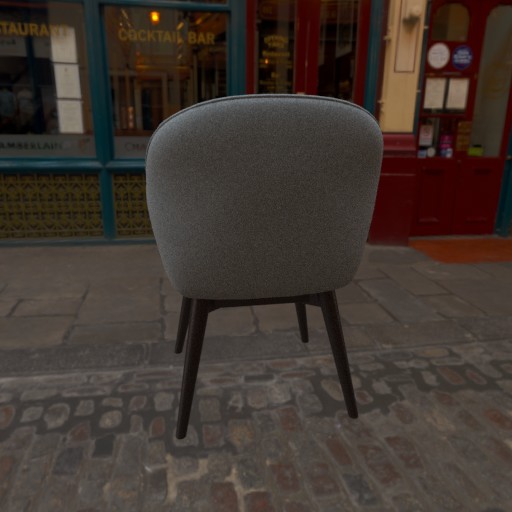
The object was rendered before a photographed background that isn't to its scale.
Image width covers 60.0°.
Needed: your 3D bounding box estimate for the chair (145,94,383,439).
[{"bbox_3d":[0.000,0.000,1.249,0.589,0.810,0.611,-3,16,-10],"label":"chair"}]
